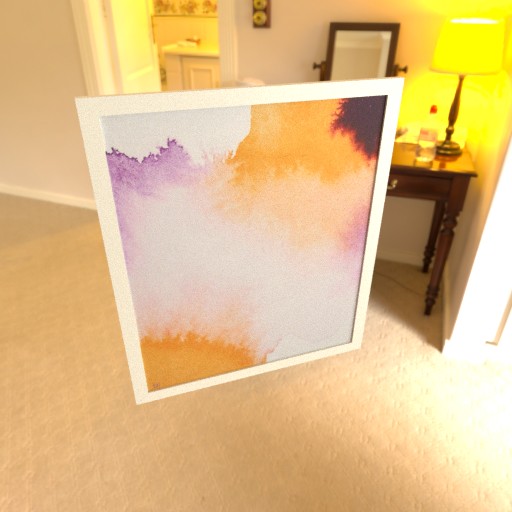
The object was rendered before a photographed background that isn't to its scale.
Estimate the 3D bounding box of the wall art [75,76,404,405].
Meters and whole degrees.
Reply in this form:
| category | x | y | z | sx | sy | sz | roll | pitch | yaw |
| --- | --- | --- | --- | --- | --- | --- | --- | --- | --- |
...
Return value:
| category | x | y | z | sx | sy | sz | roll | pitch | yaw |
| --- | --- | --- | --- | --- | --- | --- | --- | --- | --- |
| wall art | 0.000 | 0.000 | 0.767 | 0.482 | 0.557 | 0.012 | -10 | 32 | -16 |
